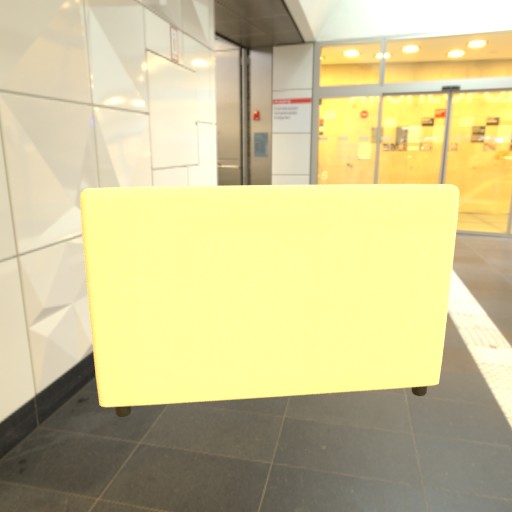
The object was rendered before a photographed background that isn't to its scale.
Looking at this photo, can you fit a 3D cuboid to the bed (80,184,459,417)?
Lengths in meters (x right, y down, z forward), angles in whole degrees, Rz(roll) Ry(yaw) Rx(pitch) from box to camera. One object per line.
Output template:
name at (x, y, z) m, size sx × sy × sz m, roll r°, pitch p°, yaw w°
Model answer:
bed at (0.000, 0.000, 3.587) m, size 2.119 × 1.317 × 2.341 m, roll -2°, pitch 14°, yaw -7°
